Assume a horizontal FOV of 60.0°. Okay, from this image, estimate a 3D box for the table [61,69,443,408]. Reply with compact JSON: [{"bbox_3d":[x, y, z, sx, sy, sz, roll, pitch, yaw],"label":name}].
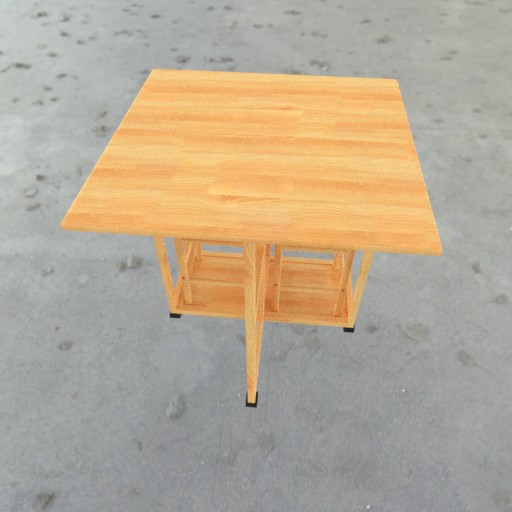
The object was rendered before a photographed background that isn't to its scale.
[{"bbox_3d":[0.000,0.000,1.362,0.752,0.832,0.693,4,46,4],"label":"table"}]
